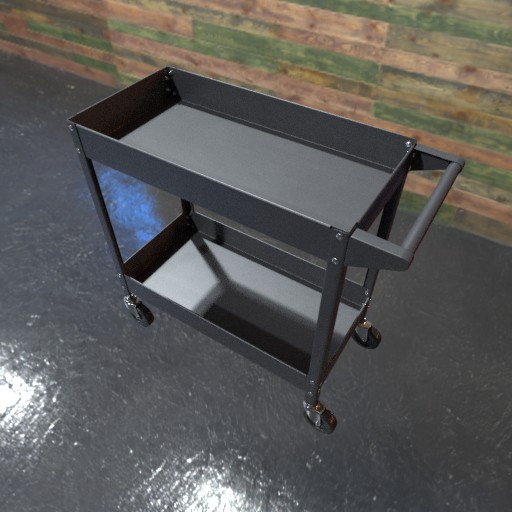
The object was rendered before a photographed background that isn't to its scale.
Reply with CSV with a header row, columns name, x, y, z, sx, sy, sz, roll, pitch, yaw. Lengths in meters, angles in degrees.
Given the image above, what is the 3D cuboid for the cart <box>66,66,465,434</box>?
name,x,y,z,sx,sy,sz,roll,pitch,yaw
cart,0.000,0.000,1.171,0.779,0.719,0.366,25,51,22
